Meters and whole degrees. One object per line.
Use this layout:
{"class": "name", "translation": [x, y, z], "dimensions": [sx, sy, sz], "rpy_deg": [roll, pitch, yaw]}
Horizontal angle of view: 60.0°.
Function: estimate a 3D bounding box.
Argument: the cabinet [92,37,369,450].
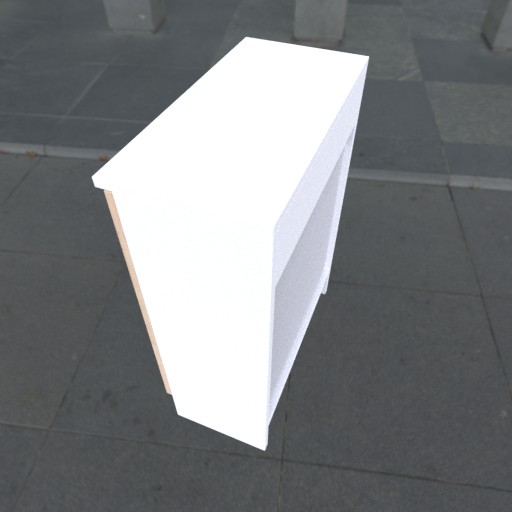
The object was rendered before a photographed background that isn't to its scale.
{"class": "cabinet", "translation": [0.000, 0.000, 1.121], "dimensions": [0.296, 0.815, 0.600], "rpy_deg": [17, 49, 15]}
